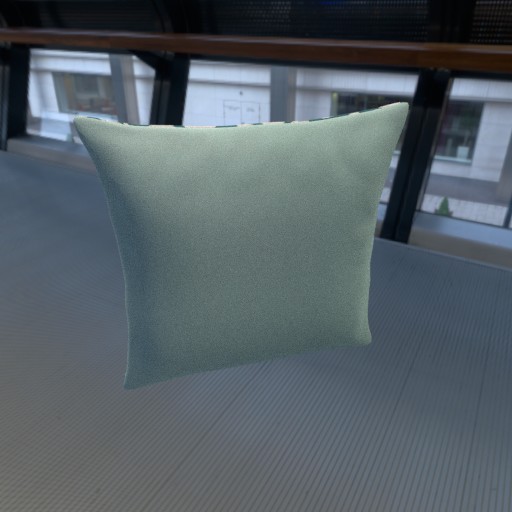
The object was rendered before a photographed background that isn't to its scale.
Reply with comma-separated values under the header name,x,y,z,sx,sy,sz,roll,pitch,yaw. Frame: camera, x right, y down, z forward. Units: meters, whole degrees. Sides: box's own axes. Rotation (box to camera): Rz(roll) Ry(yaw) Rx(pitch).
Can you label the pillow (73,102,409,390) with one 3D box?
name,x,y,z,sx,sy,sz,roll,pitch,yaw
pillow,0.000,0.000,0.791,0.525,0.508,0.166,-7,28,-14
